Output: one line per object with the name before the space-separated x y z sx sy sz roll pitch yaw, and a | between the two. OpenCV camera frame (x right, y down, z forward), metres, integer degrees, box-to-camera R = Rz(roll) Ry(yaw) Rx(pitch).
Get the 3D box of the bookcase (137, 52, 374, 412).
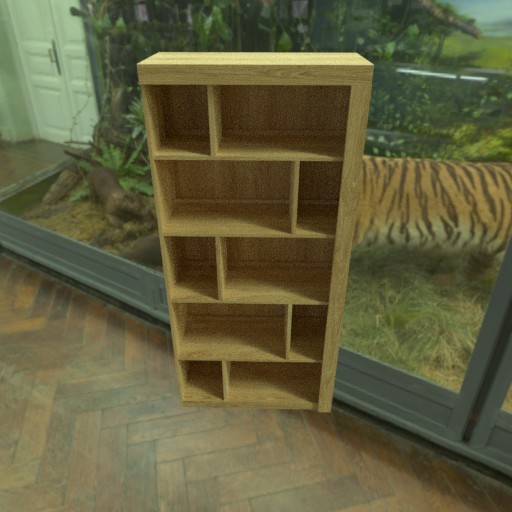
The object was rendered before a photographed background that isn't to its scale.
bookcase | 0.000 0.000 2.460 0.950 2.020 0.420 1 31 1
